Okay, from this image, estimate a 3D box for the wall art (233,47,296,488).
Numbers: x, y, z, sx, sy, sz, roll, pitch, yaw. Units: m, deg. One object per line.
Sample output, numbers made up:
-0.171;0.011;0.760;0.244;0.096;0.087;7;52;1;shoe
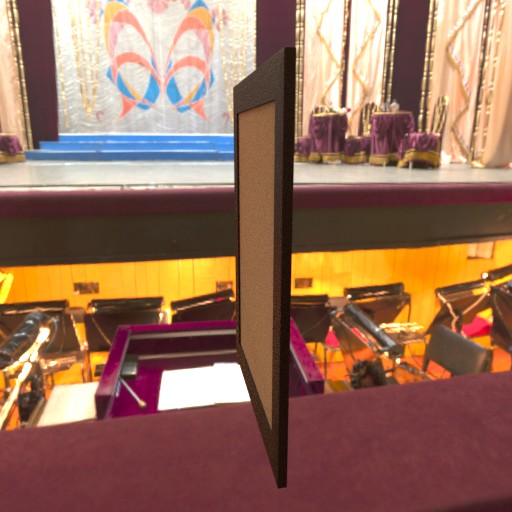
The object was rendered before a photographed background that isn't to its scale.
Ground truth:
0.000;0.000;0.660;0.013;0.508;0.359;-3;15;-10;wall art
